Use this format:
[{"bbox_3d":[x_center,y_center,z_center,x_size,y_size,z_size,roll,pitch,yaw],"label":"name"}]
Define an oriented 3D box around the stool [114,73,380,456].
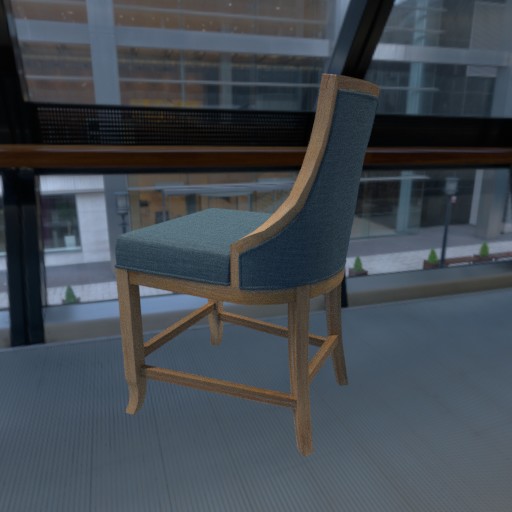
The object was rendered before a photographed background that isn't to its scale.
[{"bbox_3d":[0.000,0.000,1.312,0.626,0.938,0.524,8,18,25],"label":"stool"}]
